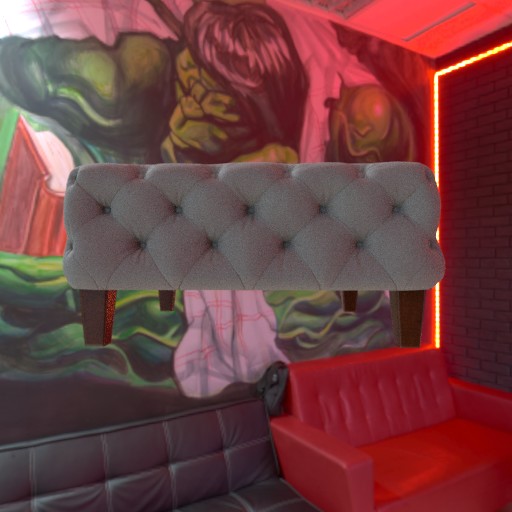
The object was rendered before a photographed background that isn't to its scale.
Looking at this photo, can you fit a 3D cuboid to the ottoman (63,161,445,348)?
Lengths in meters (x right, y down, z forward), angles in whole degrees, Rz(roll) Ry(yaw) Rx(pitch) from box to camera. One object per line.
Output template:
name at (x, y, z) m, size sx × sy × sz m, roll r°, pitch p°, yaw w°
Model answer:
ottoman at (0.000, 0.000, 1.436) m, size 0.911 × 0.439 × 0.917 m, roll 0°, pitch -1°, yaw 1°
